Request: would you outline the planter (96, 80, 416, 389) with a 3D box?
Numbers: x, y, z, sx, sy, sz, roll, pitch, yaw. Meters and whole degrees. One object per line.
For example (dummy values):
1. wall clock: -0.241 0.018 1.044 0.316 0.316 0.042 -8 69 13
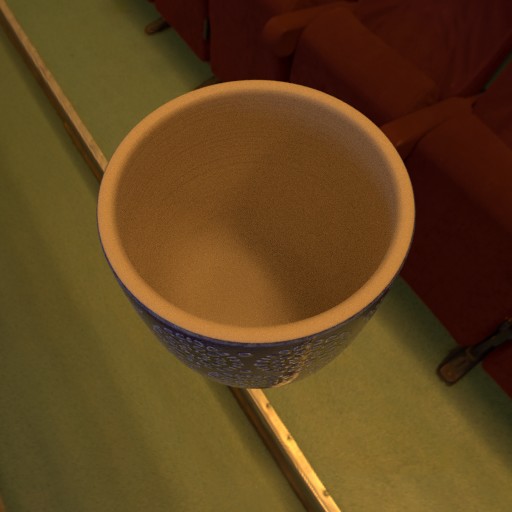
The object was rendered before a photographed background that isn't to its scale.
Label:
1. planter: 0.000 0.000 0.293 0.165 0.149 0.165 0 62 0
